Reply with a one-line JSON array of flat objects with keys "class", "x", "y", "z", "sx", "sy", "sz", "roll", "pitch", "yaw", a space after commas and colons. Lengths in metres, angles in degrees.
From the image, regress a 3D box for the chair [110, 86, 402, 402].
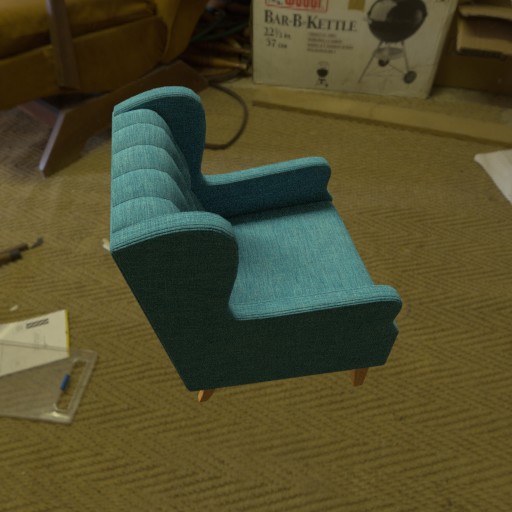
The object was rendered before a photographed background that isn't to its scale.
[{"class": "chair", "x": 0.000, "y": 0.000, "z": 1.520, "sx": 0.775, "sy": 0.952, "sz": 0.711, "roll": -9, "pitch": 48, "yaw": -8}]
